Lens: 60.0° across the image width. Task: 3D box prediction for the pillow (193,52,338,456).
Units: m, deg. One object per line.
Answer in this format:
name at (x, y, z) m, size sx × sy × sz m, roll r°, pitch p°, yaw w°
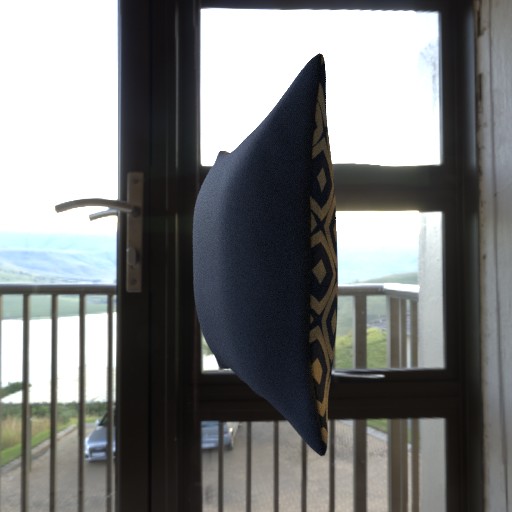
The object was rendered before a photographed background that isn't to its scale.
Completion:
pillow at (0.000, 0.000, 0.776) m, size 0.188 × 0.494 × 0.504 m, roll 0°, pitch -1°, yaw -19°
